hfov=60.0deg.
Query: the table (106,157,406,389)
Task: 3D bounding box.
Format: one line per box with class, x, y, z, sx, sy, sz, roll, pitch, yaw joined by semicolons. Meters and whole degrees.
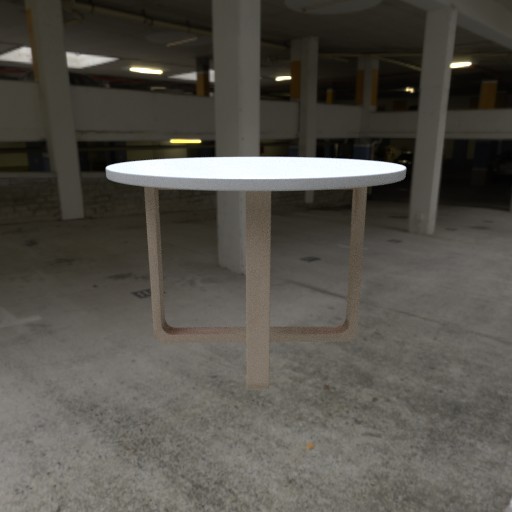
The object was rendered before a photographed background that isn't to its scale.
table;0.000;0.000;0.984;0.600;0.400;0.600;0;15;0
